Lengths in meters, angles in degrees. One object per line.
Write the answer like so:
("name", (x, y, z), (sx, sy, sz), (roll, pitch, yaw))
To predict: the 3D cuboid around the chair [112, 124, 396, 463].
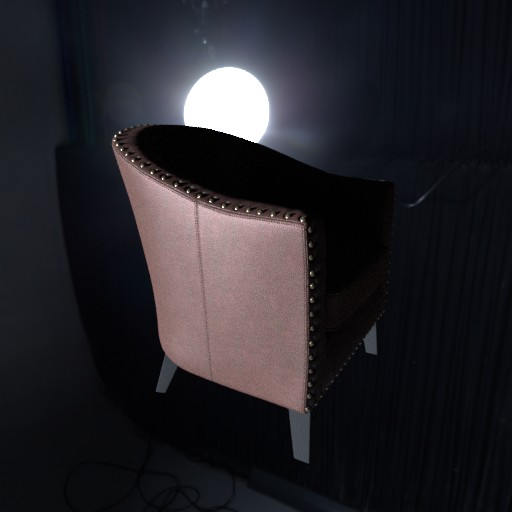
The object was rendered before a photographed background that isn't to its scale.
("chair", (0.000, 0.000, 1.435), (0.748, 0.823, 0.794), (9, 18, 28))
